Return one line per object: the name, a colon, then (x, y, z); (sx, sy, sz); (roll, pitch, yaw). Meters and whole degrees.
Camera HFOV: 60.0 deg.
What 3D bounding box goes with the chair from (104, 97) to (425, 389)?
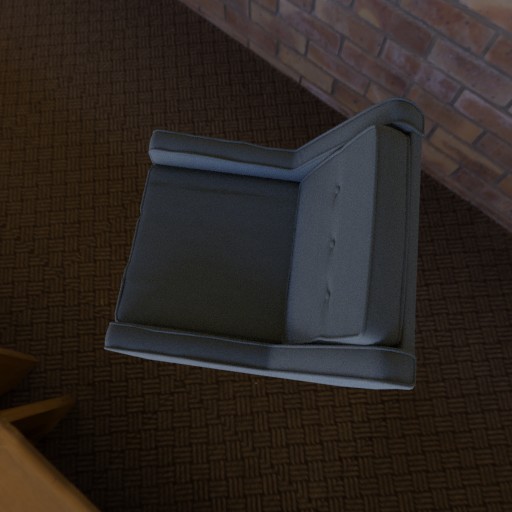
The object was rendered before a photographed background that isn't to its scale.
chair: (0.000, 0.000, 1.301); (0.733, 0.780, 0.663); (7, 74, 2)
